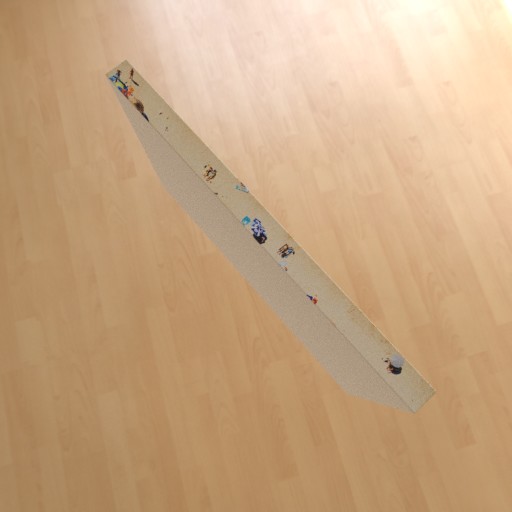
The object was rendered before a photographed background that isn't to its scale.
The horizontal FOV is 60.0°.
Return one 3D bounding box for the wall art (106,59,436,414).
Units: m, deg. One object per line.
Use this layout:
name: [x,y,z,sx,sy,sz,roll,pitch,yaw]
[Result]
wall art: [0.000,0.000,1.137,0.057,0.595,0.894,-40,79,-9]
